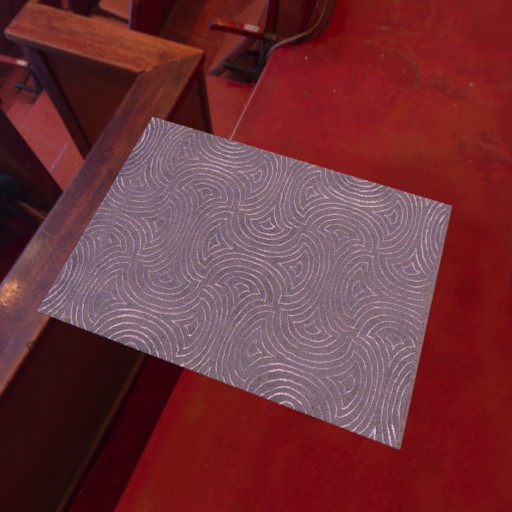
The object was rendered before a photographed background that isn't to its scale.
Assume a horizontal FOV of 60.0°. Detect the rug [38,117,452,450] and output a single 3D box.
[{"bbox_3d":[0.000,0.000,2.728,2.144,0.015,1.543,18,67,8],"label":"rug"}]
